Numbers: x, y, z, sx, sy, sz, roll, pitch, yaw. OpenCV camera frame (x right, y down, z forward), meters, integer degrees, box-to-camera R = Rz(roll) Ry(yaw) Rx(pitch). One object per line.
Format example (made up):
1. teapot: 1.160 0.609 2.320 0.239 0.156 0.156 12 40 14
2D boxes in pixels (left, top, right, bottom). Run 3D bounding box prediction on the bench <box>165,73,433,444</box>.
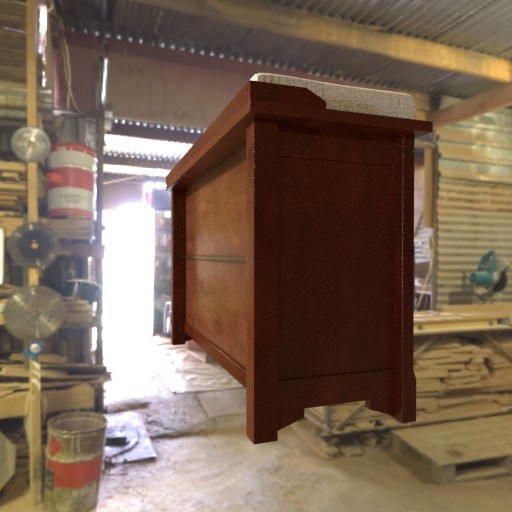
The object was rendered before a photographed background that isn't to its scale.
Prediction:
1. bench: 0.000 0.000 1.254 0.369 0.646 0.987 0 0 -19
